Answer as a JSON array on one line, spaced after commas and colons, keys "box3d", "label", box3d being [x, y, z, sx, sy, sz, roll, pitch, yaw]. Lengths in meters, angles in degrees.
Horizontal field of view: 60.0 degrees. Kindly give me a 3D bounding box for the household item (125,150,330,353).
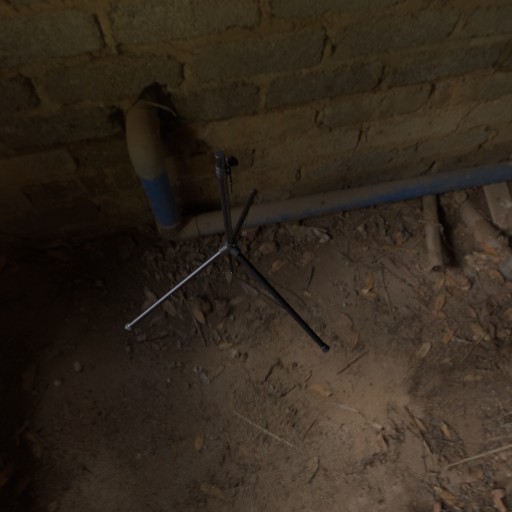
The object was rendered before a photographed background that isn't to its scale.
[{"box3d": [0.000, 0.000, 2.752, 1.339, 1.595, 1.596, 36, 69, 16], "label": "household item"}]
